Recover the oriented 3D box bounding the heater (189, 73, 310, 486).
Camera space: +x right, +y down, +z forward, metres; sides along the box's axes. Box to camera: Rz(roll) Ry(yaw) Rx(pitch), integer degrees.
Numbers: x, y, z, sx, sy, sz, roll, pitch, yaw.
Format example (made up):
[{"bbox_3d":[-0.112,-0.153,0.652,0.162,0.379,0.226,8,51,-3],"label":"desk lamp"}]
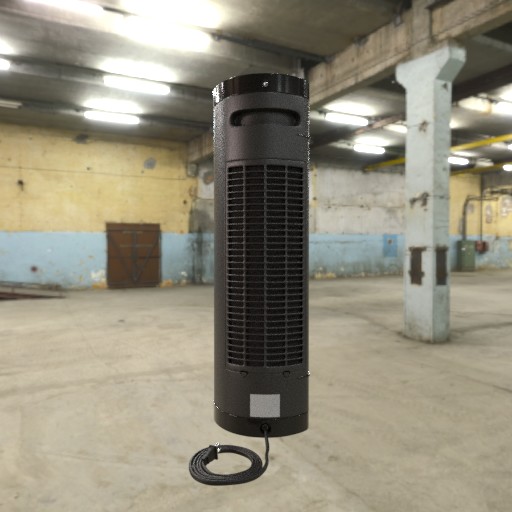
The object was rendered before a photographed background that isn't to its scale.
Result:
[{"bbox_3d":[0.000,0.000,0.684,0.174,0.552,0.312,0,1,1],"label":"heater"}]
